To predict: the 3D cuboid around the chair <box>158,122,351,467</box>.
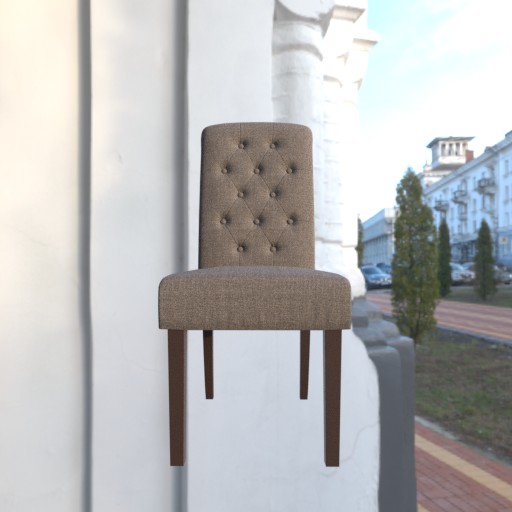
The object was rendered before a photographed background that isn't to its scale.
[{"bbox_3d":[0.000,0.000,1.377,0.456,1.006,0.671,0,-1,1],"label":"chair"}]
